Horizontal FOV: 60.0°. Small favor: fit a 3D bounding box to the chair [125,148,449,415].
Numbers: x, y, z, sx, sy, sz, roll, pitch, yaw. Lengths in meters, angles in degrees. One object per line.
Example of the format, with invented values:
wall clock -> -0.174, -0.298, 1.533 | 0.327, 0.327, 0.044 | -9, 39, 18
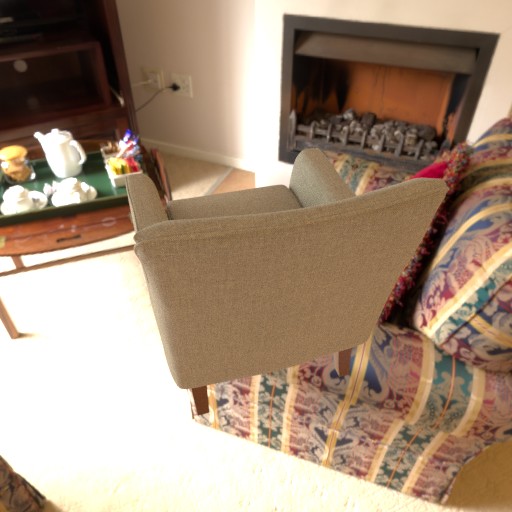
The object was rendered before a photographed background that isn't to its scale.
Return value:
chair -> 0.000, 0.000, 1.755 | 0.887, 1.047, 0.993 | -11, 41, -13
